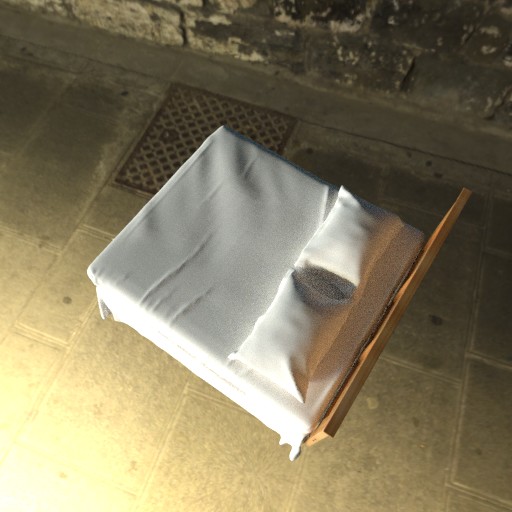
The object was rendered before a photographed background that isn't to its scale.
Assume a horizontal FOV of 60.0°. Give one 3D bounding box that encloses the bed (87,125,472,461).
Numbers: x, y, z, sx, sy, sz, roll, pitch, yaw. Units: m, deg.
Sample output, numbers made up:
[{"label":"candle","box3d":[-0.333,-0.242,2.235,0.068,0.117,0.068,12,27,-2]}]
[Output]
[{"label":"bed","box3d":[0.000,0.000,3.151,2.035,1.273,1.870,32,68,15]}]
